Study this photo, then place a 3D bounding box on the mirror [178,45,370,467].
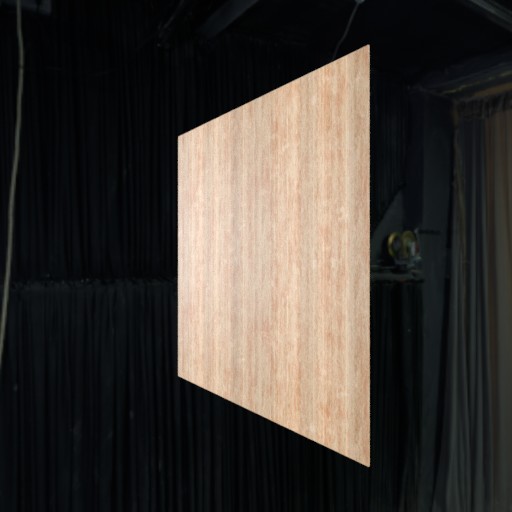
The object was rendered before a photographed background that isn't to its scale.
[{"bbox_3d":[0.000,0.000,0.958,0.047,0.651,0.651,0,0,-36],"label":"mirror"}]
